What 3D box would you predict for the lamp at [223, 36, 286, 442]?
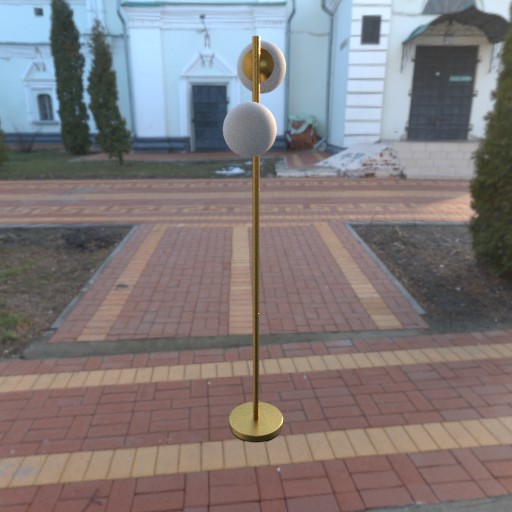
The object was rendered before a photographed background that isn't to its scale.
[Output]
[{"bbox_3d":[0.000,0.000,1.816,0.249,1.641,0.419,3,17,10],"label":"lamp"}]
